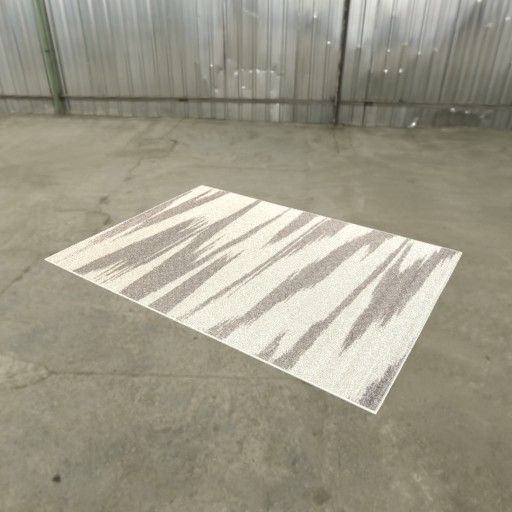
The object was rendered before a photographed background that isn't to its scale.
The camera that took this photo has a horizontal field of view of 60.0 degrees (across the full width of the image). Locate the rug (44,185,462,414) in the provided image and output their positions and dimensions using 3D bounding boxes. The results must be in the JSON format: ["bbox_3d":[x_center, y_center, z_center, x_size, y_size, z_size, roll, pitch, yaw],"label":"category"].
[{"bbox_3d":[0.000,0.000,2.782,2.142,0.010,1.533,18,35,29],"label":"rug"}]
